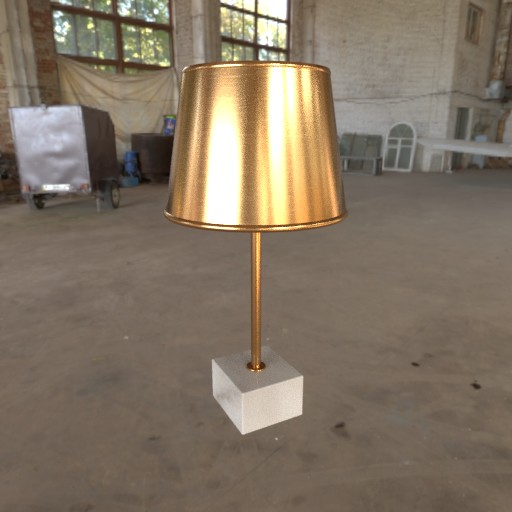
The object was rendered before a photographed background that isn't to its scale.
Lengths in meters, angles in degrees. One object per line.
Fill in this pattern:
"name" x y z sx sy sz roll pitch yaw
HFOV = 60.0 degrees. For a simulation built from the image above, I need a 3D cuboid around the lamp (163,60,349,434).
"lamp" 0.000 0.000 0.524 0.208 0.406 0.208 0 16 0
